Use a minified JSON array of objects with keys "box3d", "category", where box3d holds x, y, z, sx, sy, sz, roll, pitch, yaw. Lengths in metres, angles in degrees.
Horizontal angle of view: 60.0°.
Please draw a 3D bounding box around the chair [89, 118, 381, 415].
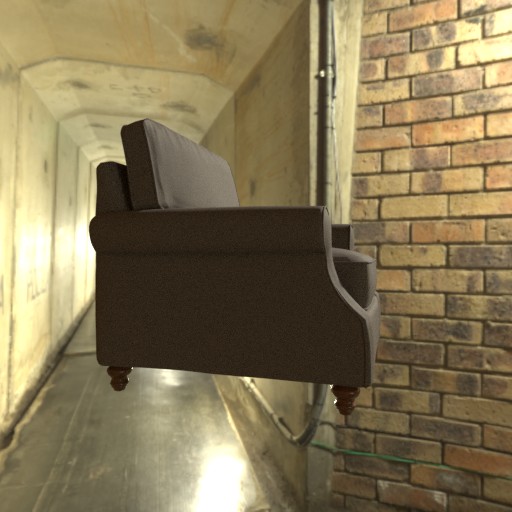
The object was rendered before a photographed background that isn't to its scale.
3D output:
[{"box3d":[0.000,0.000,1.818,0.966,0.967,1.029,0,0,17],"category":"chair"}]
